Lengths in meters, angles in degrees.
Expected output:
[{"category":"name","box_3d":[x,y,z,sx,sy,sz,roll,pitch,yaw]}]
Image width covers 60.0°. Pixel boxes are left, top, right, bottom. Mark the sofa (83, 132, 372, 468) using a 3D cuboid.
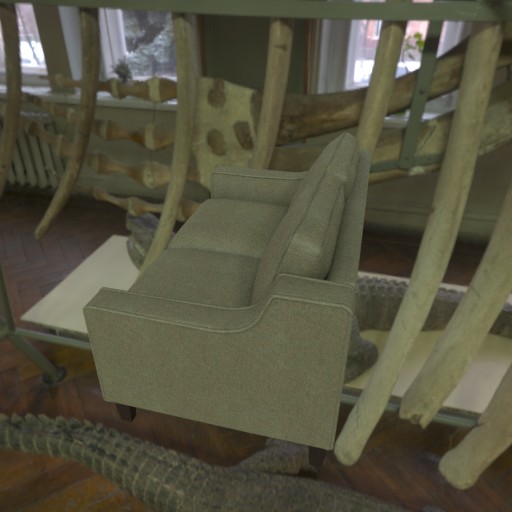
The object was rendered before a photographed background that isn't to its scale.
[{"category":"sofa","box_3d":[0.000,0.000,2.190,0.985,0.981,1.503,8,32,12]}]
